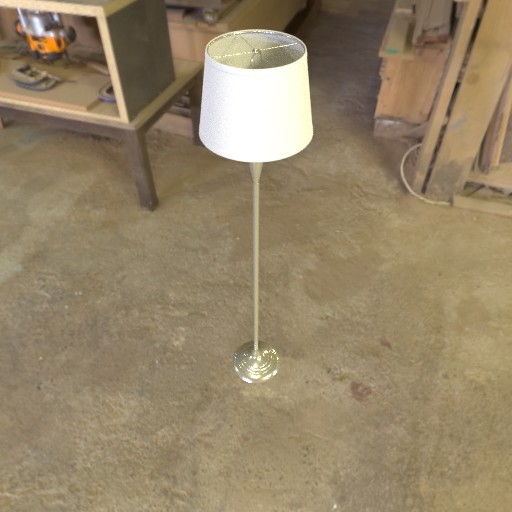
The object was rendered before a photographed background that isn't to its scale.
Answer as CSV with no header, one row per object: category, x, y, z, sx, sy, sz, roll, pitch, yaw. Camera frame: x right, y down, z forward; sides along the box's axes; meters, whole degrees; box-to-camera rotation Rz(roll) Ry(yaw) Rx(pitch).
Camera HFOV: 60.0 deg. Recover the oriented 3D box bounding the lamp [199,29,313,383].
lamp,0.000,0.000,1.654,0.327,1.506,0.327,16,48,15
